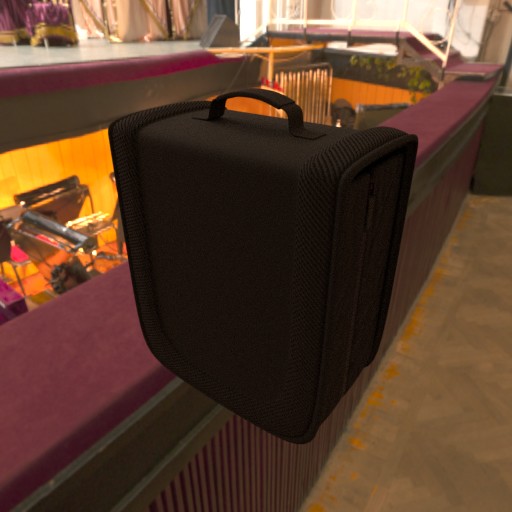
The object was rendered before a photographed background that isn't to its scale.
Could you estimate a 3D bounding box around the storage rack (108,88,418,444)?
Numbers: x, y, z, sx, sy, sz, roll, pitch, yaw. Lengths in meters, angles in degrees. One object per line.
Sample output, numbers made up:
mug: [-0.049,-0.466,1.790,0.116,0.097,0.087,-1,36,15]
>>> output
storage rack: [0.000,0.000,0.545,0.297,0.387,0.168,20,35,32]
